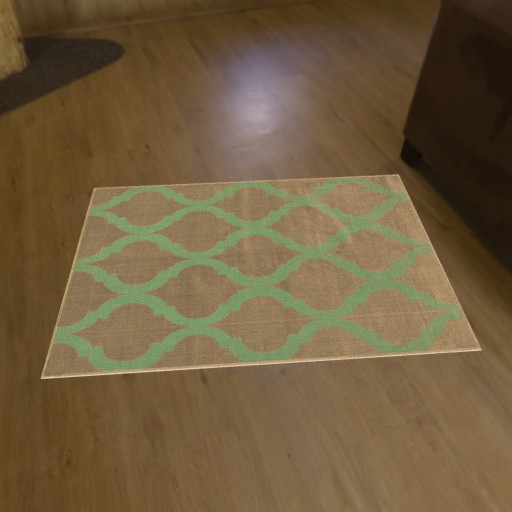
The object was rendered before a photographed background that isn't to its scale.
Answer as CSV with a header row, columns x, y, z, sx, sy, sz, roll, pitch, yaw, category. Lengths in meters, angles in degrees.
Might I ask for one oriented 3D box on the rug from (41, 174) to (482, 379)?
x,y,z,sx,sy,sz,roll,pitch,yaw,category
0.000,0.000,2.807,2.286,0.006,1.524,-3,47,-3,rug
